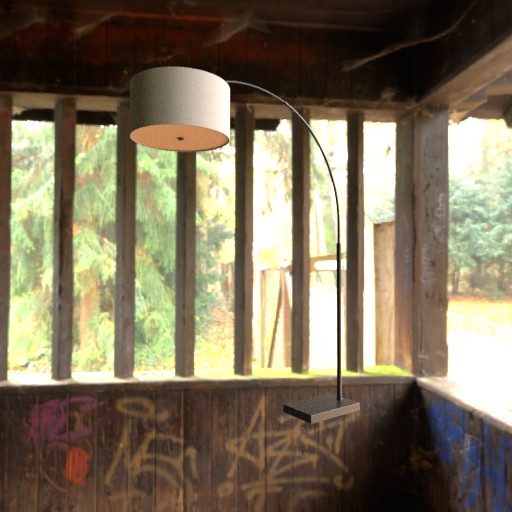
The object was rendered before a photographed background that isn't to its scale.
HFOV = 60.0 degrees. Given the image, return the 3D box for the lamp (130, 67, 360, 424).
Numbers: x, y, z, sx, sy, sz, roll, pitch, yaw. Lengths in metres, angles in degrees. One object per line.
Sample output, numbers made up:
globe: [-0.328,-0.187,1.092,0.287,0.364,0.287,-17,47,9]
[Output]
lamp: [0.000,0.000,2.492,1.424,1.927,0.493,1,-1,-35]
